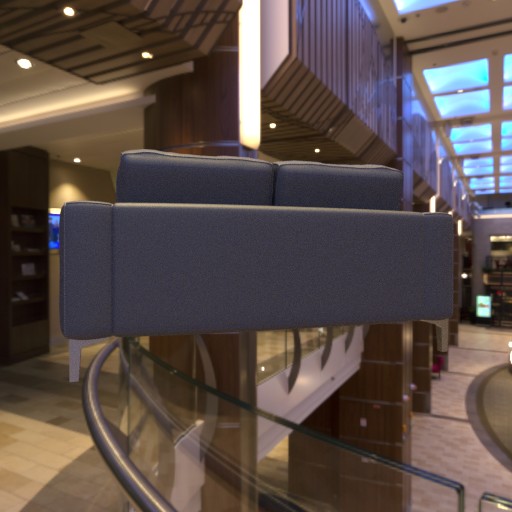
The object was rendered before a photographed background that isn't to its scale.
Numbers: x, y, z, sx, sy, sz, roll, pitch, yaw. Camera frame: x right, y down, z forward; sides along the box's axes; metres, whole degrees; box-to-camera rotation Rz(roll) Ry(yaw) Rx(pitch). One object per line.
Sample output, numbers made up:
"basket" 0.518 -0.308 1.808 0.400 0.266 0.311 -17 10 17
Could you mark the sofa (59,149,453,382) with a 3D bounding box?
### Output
"sofa" 0.000 0.000 2.197 1.726 0.893 0.833 0 1 -17
